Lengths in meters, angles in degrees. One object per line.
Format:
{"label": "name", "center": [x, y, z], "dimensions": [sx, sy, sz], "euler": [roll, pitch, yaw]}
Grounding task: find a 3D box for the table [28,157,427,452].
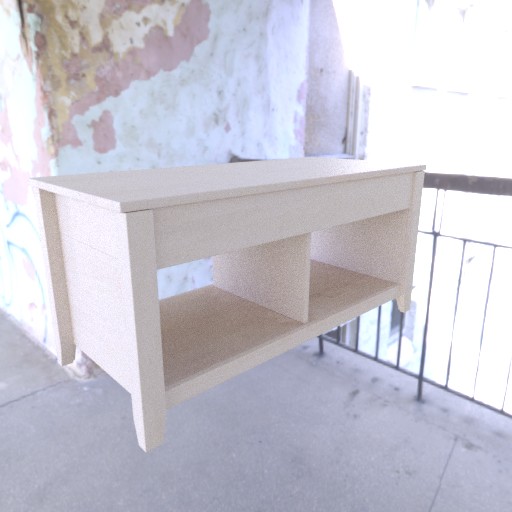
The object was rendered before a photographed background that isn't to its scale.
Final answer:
{"label": "table", "center": [0.000, 0.000, 1.264], "dimensions": [1.016, 0.483, 0.457], "euler": [-15, 22, -41]}
